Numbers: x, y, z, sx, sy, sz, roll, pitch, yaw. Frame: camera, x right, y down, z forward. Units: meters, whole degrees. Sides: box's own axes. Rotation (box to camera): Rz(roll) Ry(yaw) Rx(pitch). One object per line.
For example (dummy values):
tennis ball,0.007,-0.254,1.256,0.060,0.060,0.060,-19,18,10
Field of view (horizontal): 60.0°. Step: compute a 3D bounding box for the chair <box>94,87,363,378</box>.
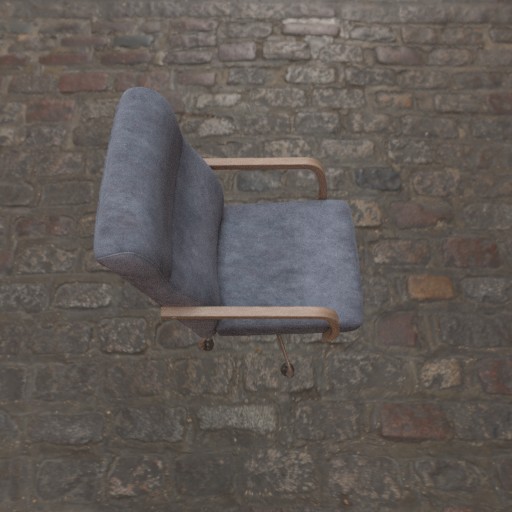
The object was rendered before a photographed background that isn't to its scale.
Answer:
chair,0.000,0.000,1.488,0.741,1.029,0.640,0,64,0
